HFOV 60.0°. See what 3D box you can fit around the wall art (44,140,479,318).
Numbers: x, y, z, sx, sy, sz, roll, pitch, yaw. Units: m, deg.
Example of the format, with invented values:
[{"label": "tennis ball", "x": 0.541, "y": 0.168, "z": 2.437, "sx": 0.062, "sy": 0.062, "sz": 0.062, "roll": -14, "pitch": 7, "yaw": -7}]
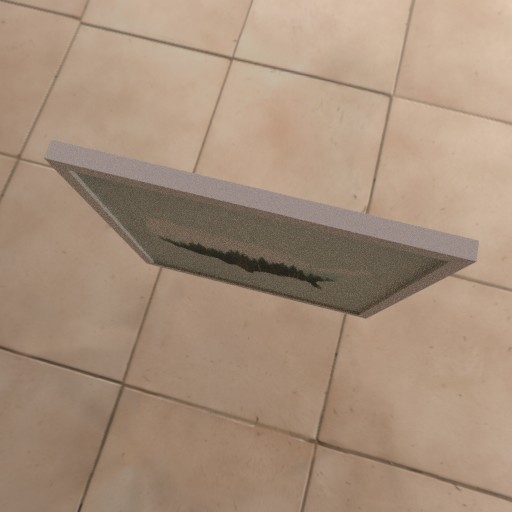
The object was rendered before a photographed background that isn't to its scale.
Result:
[{"label": "wall art", "x": 0.000, "y": 0.000, "z": 1.129, "sx": 0.762, "sy": 0.762, "sz": 0.038, "roll": 14, "pitch": 75, "yaw": 4}]
